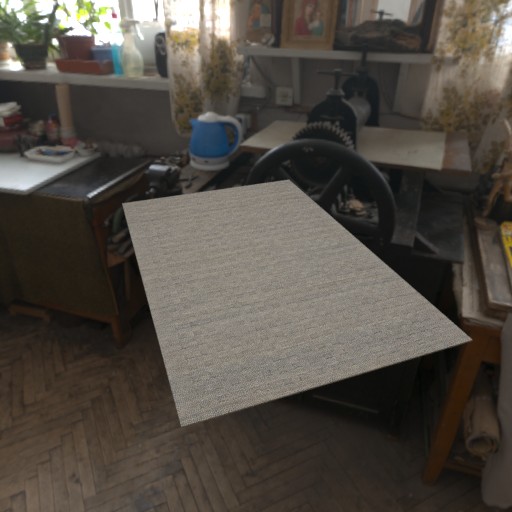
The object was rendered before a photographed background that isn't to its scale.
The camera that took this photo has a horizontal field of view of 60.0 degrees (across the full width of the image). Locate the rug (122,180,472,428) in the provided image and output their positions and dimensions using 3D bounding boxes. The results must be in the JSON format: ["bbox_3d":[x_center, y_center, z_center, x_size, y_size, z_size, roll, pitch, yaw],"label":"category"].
[{"bbox_3d":[0.000,0.000,2.249,1.142,0.006,1.752,-11,33,-17],"label":"rug"}]
